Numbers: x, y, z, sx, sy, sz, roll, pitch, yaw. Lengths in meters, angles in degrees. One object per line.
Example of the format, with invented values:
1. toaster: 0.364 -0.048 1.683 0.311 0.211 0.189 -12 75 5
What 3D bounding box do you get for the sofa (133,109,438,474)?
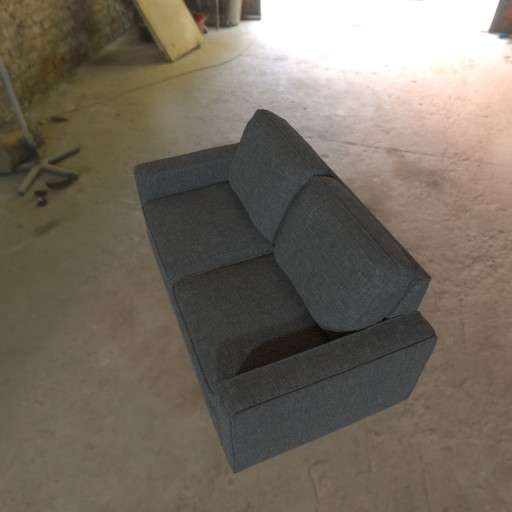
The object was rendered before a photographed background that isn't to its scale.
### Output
1. sofa: 0.000 0.000 2.319 0.947 0.918 1.709 -16 47 -16
